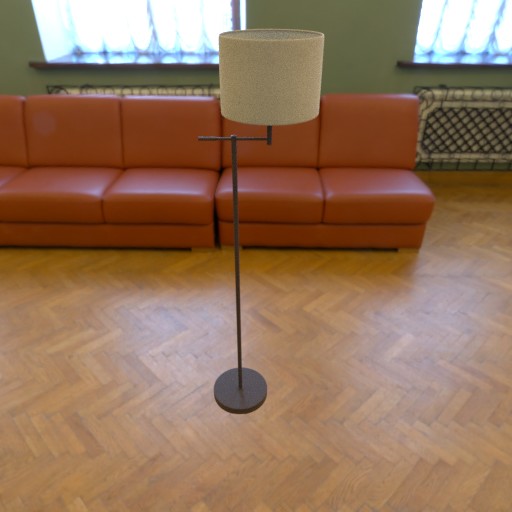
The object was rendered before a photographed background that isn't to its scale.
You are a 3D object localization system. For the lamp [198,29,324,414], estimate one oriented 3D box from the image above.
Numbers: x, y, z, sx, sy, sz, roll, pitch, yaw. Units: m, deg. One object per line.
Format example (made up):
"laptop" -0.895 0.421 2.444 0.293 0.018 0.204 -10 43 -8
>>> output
"lamp" 0.000 0.000 1.778 0.416 1.600 0.324 0 32 0
